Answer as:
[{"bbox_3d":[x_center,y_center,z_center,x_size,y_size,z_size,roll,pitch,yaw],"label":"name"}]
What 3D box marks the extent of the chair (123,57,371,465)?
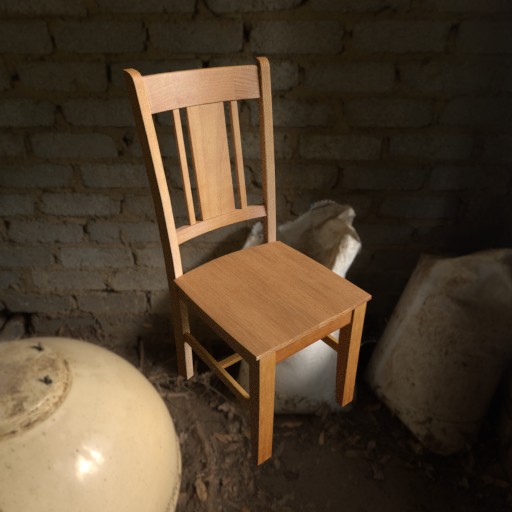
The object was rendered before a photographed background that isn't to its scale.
[{"bbox_3d":[0.000,0.000,1.298,0.450,0.998,0.556,-21,36,-31],"label":"chair"}]
